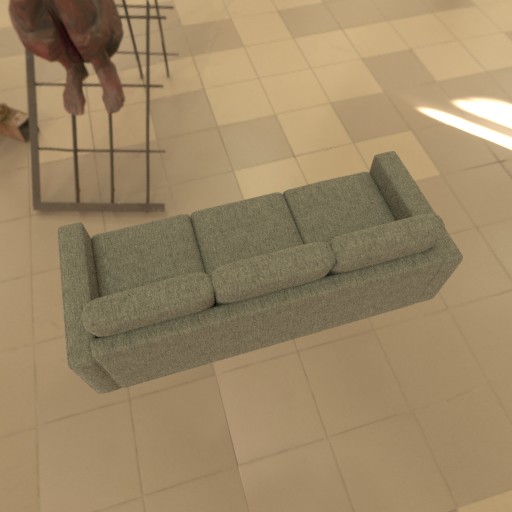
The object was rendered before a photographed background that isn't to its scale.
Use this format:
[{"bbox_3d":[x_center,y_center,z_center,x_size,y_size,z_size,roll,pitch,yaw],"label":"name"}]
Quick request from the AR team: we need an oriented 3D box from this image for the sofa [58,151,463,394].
[{"bbox_3d":[0.000,0.000,2.641,2.160,0.800,0.900,-14,59,-9],"label":"sofa"}]
